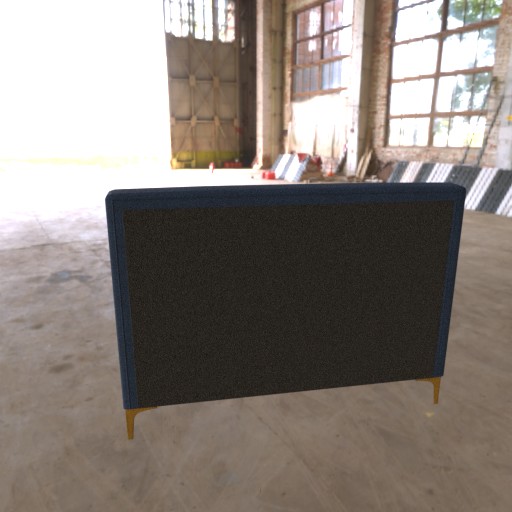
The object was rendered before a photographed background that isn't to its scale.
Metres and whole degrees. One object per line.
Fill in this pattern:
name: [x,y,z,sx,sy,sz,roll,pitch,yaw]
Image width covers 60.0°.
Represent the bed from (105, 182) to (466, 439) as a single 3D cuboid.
bed: [0.000,0.000,3.190,1.723,1.231,2.172,-3,15,-10]
